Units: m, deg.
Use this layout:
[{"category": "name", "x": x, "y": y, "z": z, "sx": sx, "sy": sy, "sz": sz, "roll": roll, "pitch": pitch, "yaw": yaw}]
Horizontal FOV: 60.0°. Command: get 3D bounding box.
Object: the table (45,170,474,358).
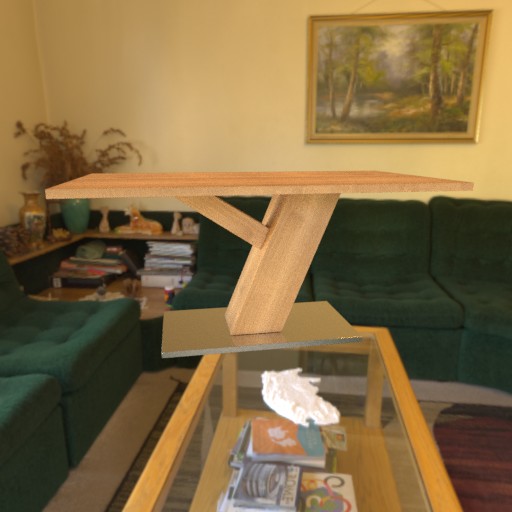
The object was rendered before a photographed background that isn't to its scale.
[{"category": "table", "x": 0.000, "y": 0.000, "z": 2.143, "sx": 1.600, "sy": 0.750, "sz": 0.900, "roll": -3, "pitch": 14, "yaw": -10}]
